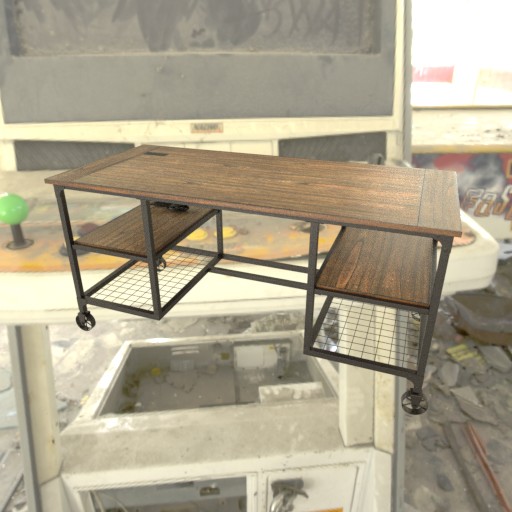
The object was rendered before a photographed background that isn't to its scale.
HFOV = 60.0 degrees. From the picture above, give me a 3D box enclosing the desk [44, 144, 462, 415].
[{"bbox_3d":[0.000,0.000,2.004,1.590,0.751,0.711,9,27,19],"label":"desk"}]
